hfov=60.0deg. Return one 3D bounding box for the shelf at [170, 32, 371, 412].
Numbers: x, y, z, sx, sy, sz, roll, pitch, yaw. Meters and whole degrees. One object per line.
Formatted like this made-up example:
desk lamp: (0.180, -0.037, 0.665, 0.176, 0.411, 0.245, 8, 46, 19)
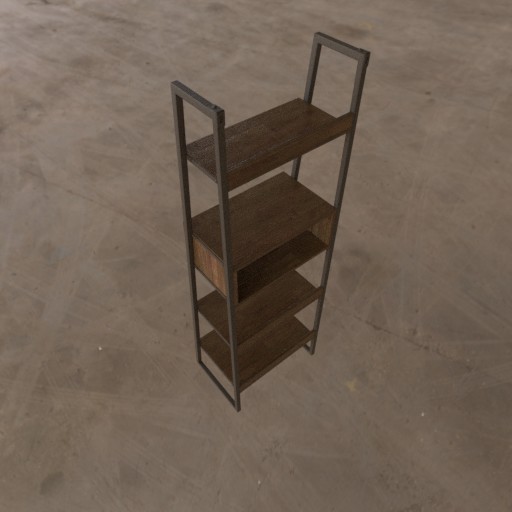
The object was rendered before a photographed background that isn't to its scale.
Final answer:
shelf: (0.000, 0.000, 2.239, 0.652, 2.005, 0.454, -31, 54, -25)
